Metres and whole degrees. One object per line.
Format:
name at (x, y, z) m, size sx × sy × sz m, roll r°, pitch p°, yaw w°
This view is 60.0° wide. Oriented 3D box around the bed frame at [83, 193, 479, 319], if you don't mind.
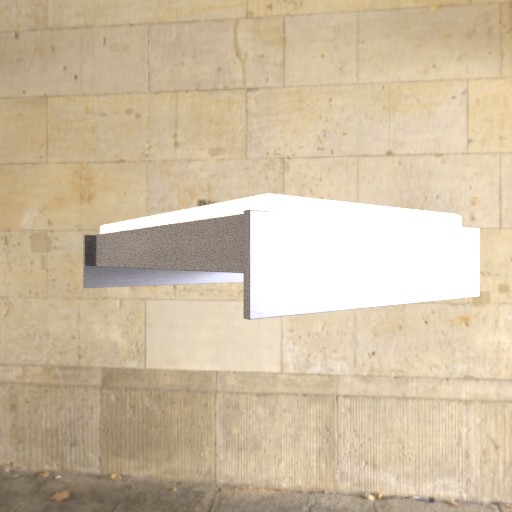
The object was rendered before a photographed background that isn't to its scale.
bed frame at (0.000, 0.000, 2.680) m, size 1.490 × 0.432 × 1.950 m, roll 0°, pitch 0°, yaw -36°
